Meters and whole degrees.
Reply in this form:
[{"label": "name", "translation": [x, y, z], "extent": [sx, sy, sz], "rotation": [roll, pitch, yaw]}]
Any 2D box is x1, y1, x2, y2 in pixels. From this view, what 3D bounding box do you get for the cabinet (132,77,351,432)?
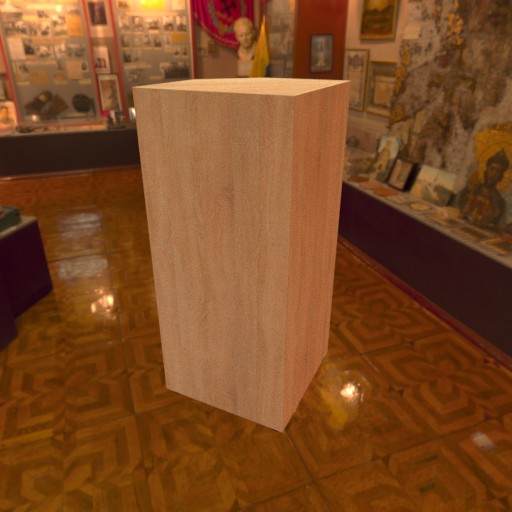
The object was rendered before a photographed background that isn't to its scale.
[{"label": "cabinet", "translation": [0.000, 0.000, 2.939], "extent": [1.327, 2.120, 1.094], "rotation": [-8, 27, -17]}]
